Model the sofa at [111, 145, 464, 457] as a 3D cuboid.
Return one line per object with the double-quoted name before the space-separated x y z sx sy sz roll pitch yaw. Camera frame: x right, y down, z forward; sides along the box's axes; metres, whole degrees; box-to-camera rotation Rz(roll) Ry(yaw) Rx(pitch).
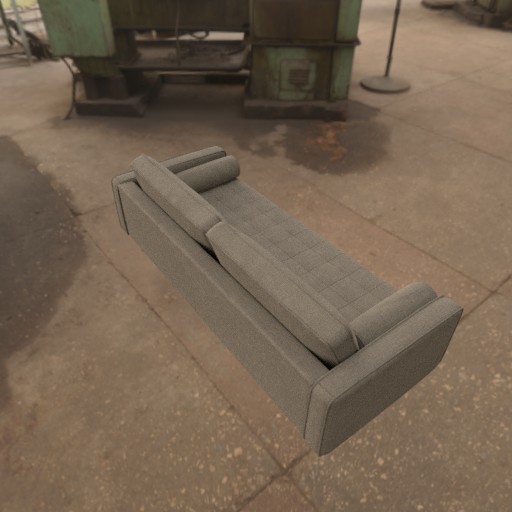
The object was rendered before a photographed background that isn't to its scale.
"sofa" 0.000 0.000 2.710 0.914 0.762 2.211 -25 46 -27
